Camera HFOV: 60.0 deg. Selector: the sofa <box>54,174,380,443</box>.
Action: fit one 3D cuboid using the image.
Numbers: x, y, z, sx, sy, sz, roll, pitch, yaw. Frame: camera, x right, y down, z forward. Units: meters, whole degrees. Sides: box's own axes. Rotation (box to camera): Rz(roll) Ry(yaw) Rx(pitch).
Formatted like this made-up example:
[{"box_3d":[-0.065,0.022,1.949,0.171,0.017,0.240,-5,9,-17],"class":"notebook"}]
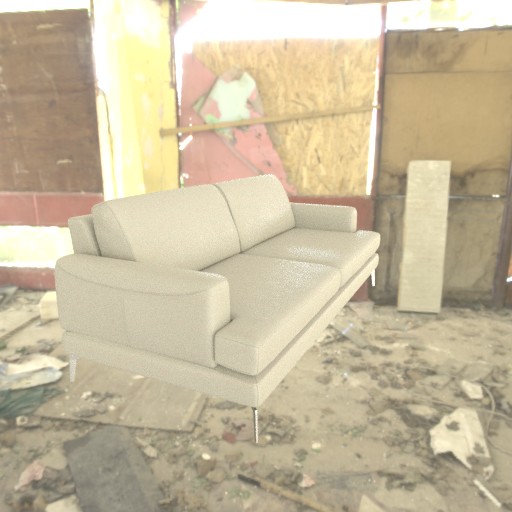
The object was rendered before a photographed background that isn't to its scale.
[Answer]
[{"box_3d":[0.000,0.000,2.416,0.974,0.765,1.940,7,16,25],"class":"sofa"}]
